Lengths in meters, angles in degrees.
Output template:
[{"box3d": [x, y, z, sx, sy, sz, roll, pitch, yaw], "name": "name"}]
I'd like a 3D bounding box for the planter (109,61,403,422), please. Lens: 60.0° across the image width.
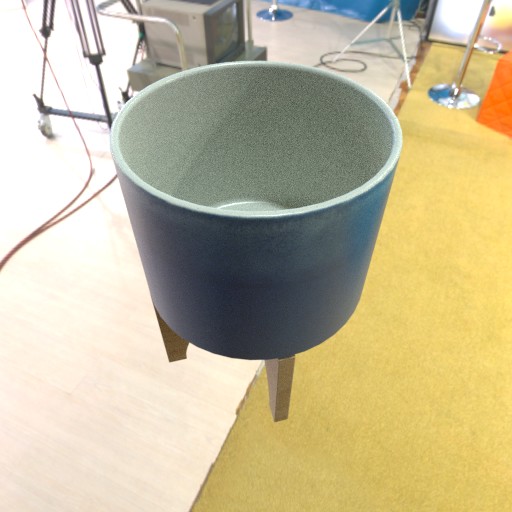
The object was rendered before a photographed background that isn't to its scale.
[{"box3d": [0.000, 0.000, 0.392, 0.192, 0.263, 0.192, 0, 47, 0], "name": "planter"}]
